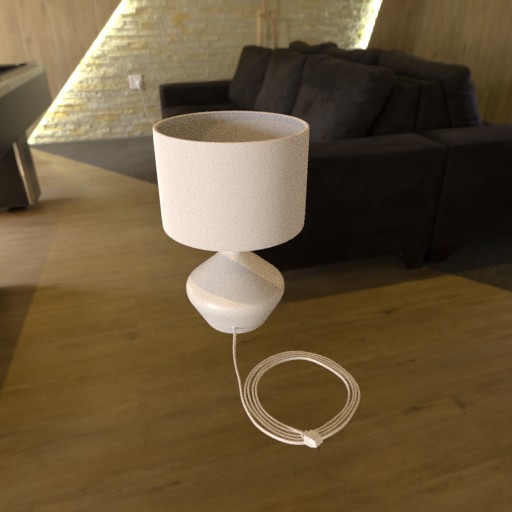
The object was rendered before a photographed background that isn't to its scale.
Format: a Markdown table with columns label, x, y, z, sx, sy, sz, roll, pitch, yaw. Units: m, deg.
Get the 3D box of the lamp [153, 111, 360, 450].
| label | x | y | z | sx | sy | sz | roll | pitch | yaw |
| --- | --- | --- | --- | --- | --- | --- | --- | --- | --- |
| lamp | 0.000 | 0.000 | 0.870 | 0.401 | 0.457 | 0.546 | 0 | 28 | 0 |
